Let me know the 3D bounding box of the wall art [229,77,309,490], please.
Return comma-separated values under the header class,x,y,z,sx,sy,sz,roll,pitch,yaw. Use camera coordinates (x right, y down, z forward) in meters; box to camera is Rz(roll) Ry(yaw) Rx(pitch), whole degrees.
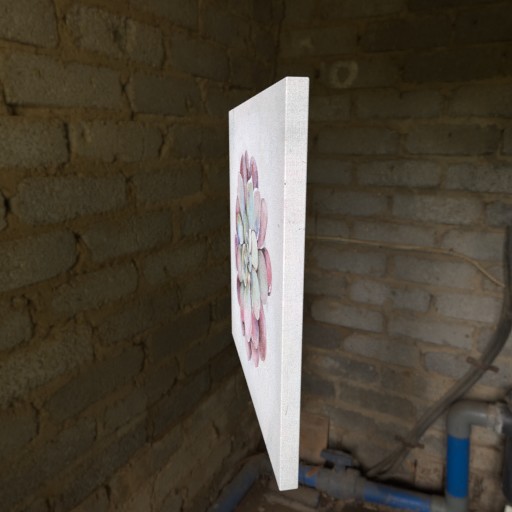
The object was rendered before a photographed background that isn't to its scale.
class,x,y,z,sx,sy,sz,roll,pitch,yaw
wall art,0.000,0.000,1.144,0.041,0.762,0.762,-2,14,-10
